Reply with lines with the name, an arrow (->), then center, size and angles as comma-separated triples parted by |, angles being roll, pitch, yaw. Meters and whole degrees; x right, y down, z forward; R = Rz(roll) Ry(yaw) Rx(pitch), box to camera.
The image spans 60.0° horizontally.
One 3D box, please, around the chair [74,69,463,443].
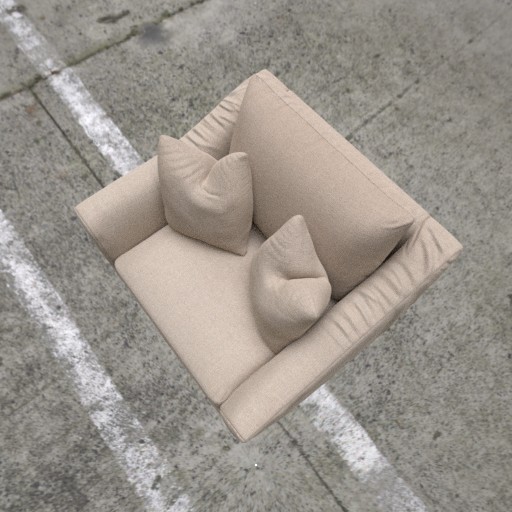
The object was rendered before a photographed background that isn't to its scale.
chair -> 0.000, 0.000, 1.991 | 1.071, 1.093, 1.194 | -36, 70, -15
